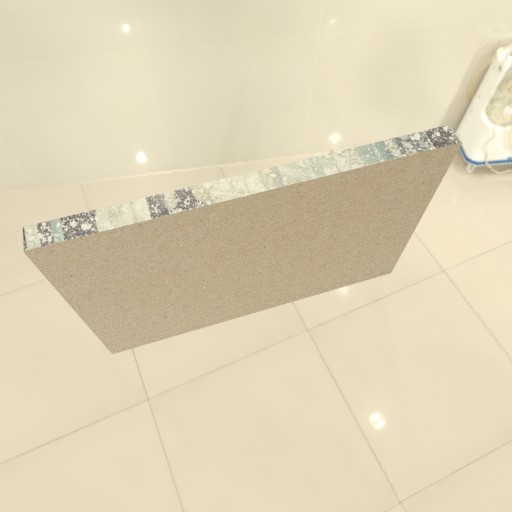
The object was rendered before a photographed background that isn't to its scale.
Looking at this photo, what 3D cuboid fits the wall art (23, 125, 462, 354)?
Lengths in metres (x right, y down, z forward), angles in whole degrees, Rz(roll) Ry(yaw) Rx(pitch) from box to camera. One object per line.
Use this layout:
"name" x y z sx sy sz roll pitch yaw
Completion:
"wall art" 0.000 0.000 0.777 0.618 0.398 0.042 -15 60 -9
